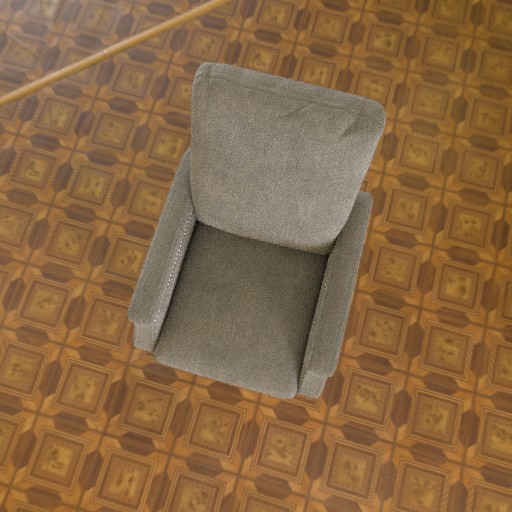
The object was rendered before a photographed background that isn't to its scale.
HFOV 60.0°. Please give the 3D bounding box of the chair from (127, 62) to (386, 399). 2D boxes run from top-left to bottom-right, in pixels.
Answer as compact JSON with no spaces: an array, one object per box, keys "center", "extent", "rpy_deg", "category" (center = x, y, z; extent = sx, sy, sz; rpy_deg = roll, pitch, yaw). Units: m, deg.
[{"center":[0.000,0.000,1.614],"extent":[0.710,1.049,0.922],"rpy_deg":[15,77,4],"category":"chair"}]
